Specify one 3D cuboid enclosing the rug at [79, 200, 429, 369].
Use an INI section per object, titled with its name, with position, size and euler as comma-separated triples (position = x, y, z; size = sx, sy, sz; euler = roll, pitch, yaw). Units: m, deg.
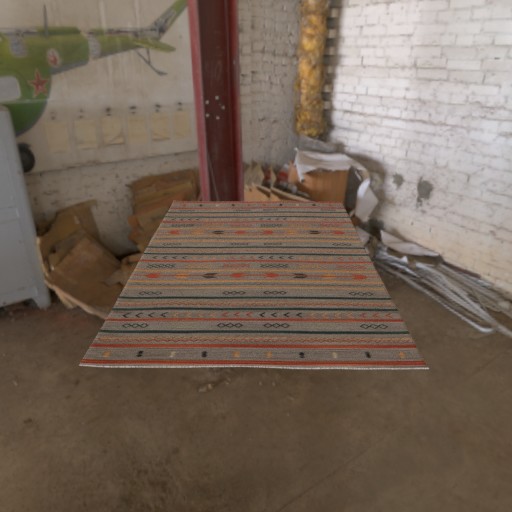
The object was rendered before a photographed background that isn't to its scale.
[rug]
position = 0.000, 0.000, 2.369
size = 1.220, 0.017, 1.835
euler = 0, 25, 1
